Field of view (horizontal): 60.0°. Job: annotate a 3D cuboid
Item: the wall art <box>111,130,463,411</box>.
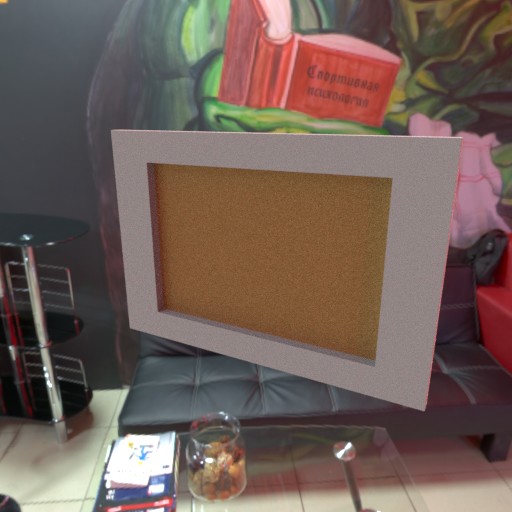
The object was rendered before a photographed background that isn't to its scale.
[{"bbox_3d":[0.000,0.000,1.153,0.906,0.617,0.033,9,20,26],"label":"wall art"}]
